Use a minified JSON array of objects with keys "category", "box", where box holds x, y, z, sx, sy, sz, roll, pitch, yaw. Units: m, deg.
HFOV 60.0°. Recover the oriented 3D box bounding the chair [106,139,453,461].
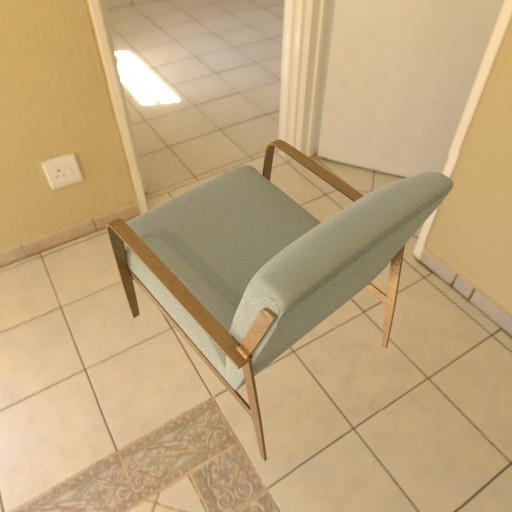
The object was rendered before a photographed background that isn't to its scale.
[{"category":"chair","box":[0.000,0.000,1.463,0.701,0.824,0.842,-33,55,-27]}]
